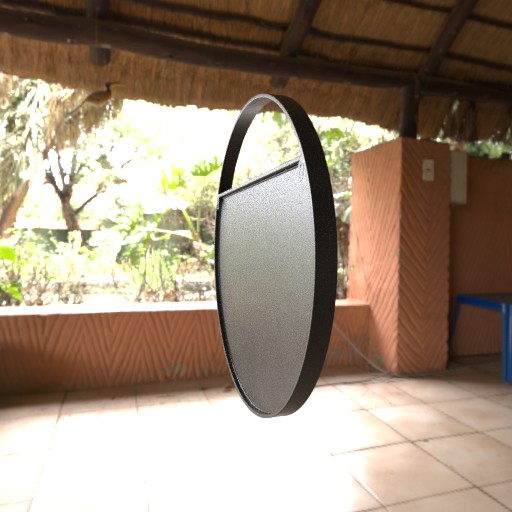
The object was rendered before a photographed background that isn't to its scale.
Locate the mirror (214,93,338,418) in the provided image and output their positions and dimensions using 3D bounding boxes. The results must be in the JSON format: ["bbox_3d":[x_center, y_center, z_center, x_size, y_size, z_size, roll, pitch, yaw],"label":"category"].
[{"bbox_3d":[0.000,0.000,0.820,0.032,0.565,0.565,0,1,-18],"label":"mirror"}]
